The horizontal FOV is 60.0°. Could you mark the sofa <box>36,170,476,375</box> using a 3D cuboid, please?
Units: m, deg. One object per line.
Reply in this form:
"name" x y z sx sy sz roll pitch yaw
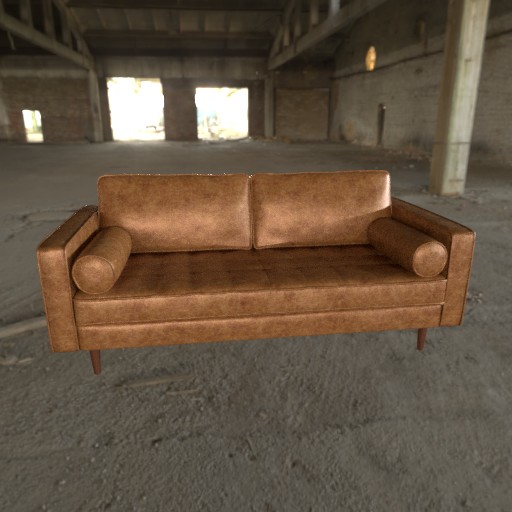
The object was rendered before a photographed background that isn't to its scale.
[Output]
"sofa" 0.000 0.000 2.354 1.920 0.825 0.924 -2 17 -8
